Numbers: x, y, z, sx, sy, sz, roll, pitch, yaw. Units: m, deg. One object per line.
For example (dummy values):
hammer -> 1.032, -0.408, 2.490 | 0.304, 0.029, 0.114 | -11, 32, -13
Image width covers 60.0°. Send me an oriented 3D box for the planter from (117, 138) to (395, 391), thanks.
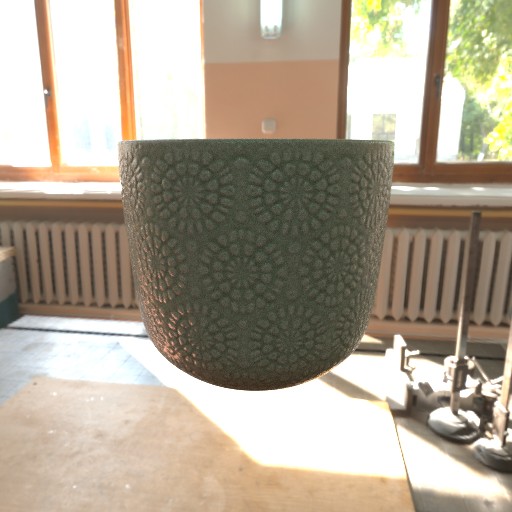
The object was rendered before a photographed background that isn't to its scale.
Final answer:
planter -> 0.000, 0.000, 0.219 | 0.124, 0.109, 0.124 | 0, 13, 0
